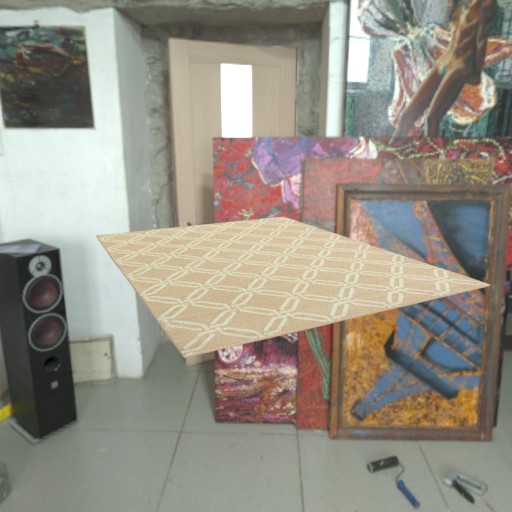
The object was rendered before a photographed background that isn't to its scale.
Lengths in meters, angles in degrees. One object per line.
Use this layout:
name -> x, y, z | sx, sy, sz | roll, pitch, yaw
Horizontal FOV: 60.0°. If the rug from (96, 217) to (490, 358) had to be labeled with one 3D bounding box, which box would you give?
rug -> 0.000, 0.000, 3.904 | 2.288, 0.018, 2.895 | -8, 18, -26
